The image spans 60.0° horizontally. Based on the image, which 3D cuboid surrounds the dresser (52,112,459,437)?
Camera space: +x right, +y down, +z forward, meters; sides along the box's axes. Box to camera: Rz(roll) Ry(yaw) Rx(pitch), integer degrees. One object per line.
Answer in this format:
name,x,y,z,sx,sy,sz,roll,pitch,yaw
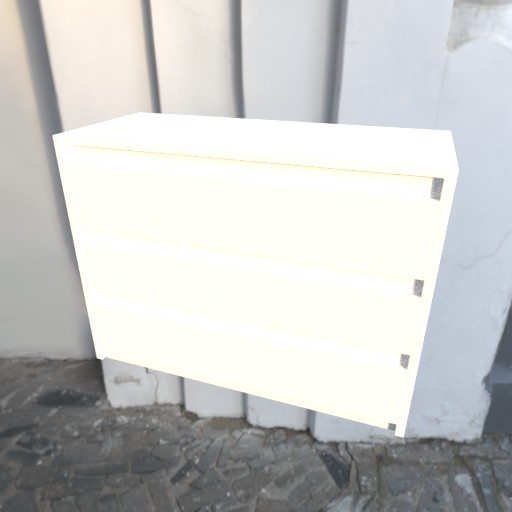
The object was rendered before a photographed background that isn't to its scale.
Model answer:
dresser,0.000,0.000,1.507,1.100,0.820,0.460,9,28,17
